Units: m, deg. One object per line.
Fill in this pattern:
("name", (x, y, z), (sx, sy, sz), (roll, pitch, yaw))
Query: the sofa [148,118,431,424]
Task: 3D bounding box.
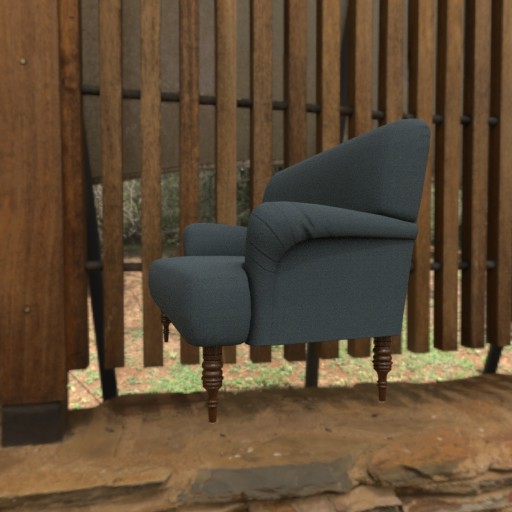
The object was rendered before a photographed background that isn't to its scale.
("sofa", (0.000, 0.000, 1.810), (0.779, 0.889, 1.297), (0, 1, -18))
